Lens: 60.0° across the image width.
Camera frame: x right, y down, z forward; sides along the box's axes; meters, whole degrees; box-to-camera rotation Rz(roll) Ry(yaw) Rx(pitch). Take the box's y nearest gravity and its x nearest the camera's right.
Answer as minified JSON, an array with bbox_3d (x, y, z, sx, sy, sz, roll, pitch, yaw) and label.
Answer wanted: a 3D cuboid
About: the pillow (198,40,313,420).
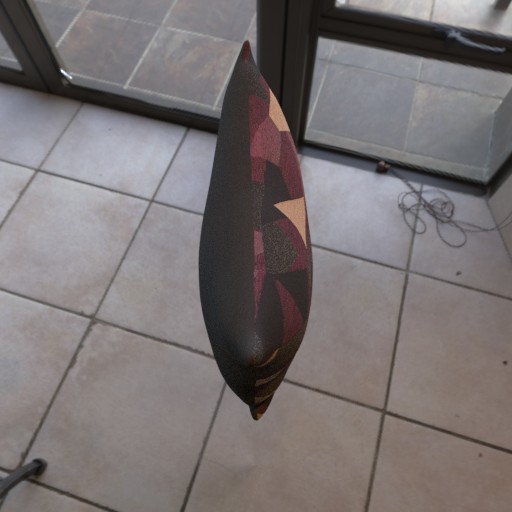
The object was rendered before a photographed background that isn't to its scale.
[{"bbox_3d":[0.000,0.000,0.779,0.208,0.496,0.503,-1,65,-1],"label":"pillow"}]
